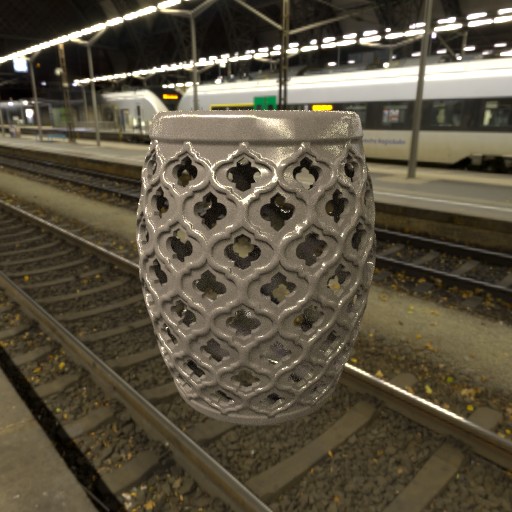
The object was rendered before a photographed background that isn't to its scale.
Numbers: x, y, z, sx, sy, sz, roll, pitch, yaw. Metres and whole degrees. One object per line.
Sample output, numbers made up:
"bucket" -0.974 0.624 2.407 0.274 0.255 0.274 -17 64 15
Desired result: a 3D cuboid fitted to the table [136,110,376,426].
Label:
"table" 0.000 0.000 0.628 0.325 0.388 0.325 0 17 0
